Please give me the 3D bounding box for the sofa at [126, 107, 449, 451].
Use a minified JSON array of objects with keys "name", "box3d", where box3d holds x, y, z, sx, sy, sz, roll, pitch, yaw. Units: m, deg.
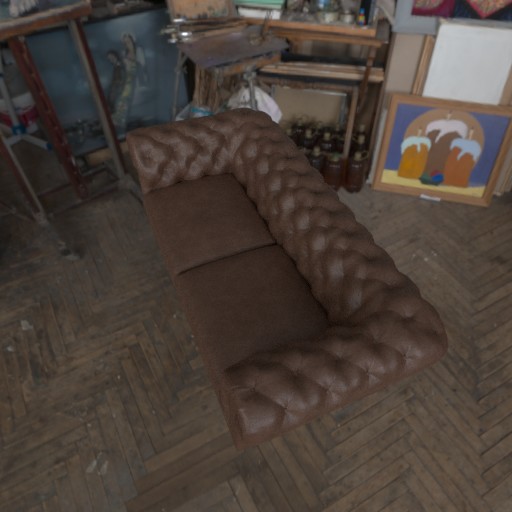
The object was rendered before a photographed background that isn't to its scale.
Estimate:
[{"name":"sofa","box3d":[0.000,0.000,2.473,0.955,0.784,2.048,-17,50,-15]}]
